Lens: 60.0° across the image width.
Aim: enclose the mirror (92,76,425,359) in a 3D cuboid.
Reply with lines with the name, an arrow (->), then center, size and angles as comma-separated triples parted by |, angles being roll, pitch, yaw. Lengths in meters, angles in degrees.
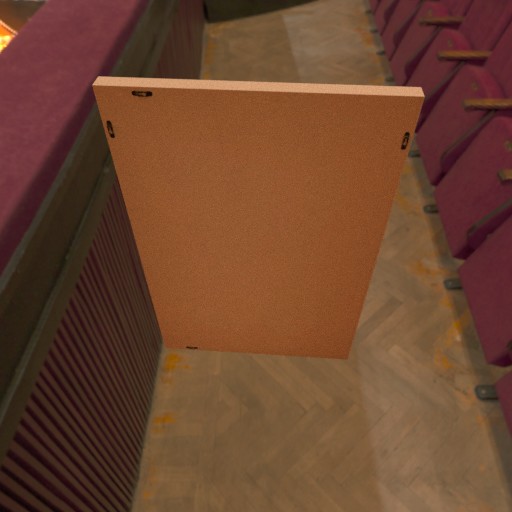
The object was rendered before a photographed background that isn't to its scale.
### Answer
mirror -> 0.000, 0.000, 1.153 | 0.609, 0.915, 0.041 | 3, 47, 3
